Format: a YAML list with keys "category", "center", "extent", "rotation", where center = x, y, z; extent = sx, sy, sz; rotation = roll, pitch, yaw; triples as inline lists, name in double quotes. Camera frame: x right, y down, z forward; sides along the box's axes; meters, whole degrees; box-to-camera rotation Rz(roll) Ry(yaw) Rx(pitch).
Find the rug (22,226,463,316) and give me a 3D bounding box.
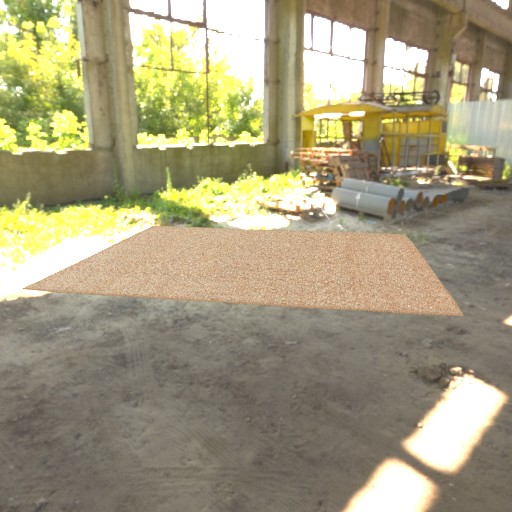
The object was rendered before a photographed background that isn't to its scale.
- category: "rug"
  center: [0.000, 0.000, 4.114]
  extent: [3.048, 0.013, 2.439]
  rotation: [3, 15, 9]
